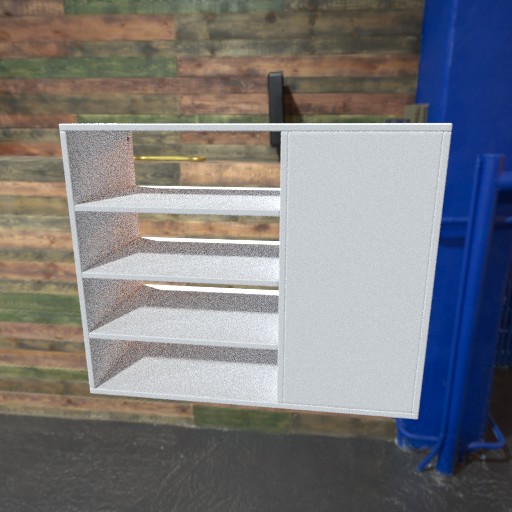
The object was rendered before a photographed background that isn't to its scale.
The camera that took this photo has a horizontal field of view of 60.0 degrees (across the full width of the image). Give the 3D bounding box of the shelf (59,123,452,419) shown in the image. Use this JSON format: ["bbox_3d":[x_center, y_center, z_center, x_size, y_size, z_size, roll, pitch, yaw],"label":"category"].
[{"bbox_3d":[0.000,0.000,1.287,0.895,0.732,0.396,2,16,7],"label":"shelf"}]
